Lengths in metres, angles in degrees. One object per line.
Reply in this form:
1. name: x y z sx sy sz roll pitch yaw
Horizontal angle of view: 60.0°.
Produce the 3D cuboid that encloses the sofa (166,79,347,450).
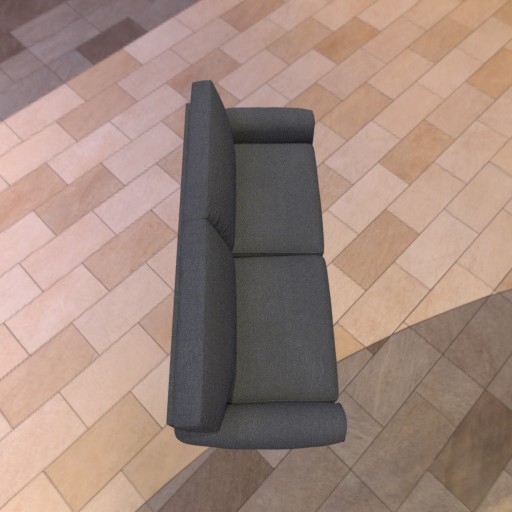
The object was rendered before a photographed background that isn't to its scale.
1. sofa: 0.000 0.000 2.972 0.954 1.026 2.391 -1 64 -1
